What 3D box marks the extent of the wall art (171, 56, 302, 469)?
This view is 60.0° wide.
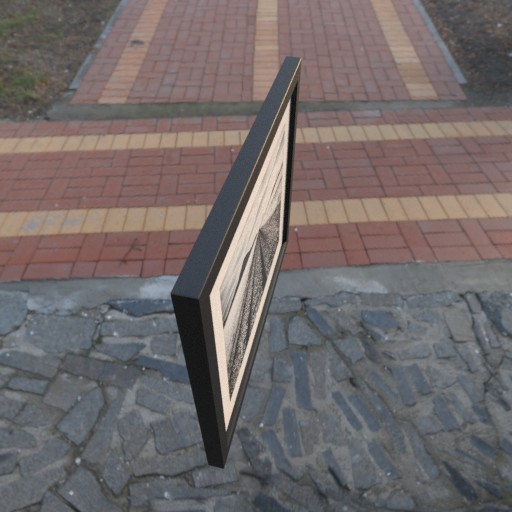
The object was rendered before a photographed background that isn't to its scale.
[{"bbox_3d":[0.000,0.000,0.765,0.029,0.458,0.559,10,47,10],"label":"wall art"}]
